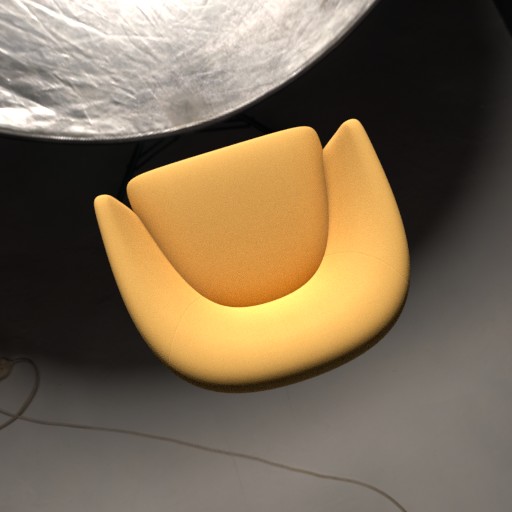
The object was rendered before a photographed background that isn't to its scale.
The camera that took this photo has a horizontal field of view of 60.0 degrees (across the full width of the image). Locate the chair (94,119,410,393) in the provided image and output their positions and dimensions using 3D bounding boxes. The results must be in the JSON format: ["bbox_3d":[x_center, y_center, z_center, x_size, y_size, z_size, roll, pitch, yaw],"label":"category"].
[{"bbox_3d":[0.000,0.000,1.380,0.773,0.698,0.767,-18,76,-5],"label":"chair"}]
